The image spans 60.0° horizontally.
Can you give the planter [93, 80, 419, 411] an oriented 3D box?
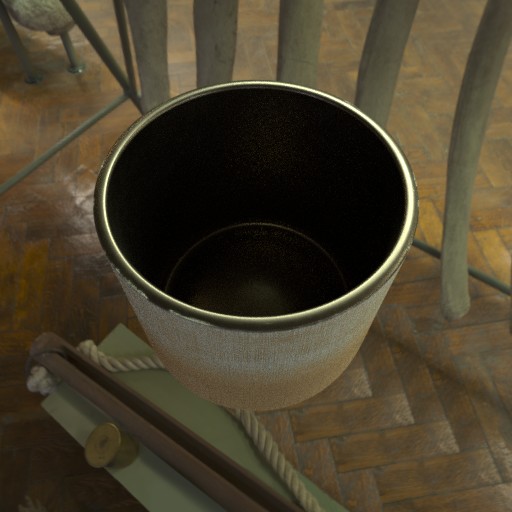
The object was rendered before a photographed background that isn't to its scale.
[{"bbox_3d":[0.000,0.000,0.435,0.254,0.221,0.254,0,58,0],"label":"planter"}]
